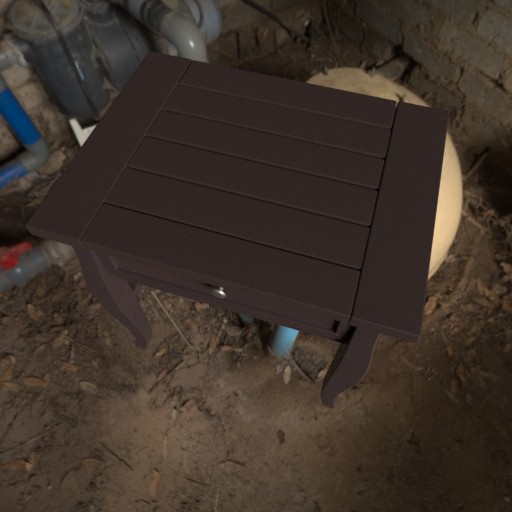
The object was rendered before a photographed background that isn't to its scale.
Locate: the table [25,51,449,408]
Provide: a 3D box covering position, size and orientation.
[{"bbox_3d":[0.000,0.000,1.005,0.602,0.605,0.460,15,60,9],"label":"table"}]
